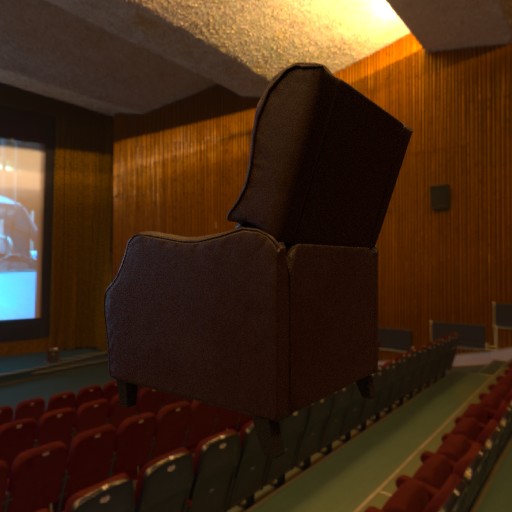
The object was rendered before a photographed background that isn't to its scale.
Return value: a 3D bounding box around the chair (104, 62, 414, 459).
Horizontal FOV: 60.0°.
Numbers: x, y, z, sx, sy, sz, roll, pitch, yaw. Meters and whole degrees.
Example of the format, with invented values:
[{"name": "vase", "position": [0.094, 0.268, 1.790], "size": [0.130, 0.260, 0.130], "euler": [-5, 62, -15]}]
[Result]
[{"name": "chair", "position": [0.000, 0.000, 1.716], "size": [0.982, 1.132, 0.770], "euler": [-1, -1, 37]}]
